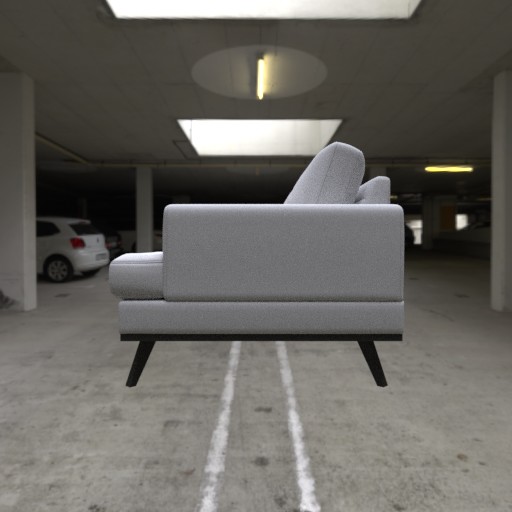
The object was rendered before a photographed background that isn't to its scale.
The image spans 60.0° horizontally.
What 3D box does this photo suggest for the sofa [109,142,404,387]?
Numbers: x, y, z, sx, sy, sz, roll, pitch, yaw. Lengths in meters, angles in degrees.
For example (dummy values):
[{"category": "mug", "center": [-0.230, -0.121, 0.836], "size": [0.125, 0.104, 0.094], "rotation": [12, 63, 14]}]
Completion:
[{"category": "sofa", "center": [0.000, 0.000, 2.173], "size": [0.920, 0.810, 1.650], "rotation": [0, 1, 0]}]
